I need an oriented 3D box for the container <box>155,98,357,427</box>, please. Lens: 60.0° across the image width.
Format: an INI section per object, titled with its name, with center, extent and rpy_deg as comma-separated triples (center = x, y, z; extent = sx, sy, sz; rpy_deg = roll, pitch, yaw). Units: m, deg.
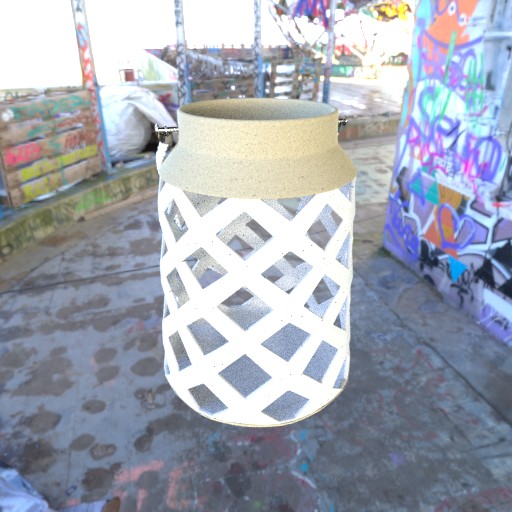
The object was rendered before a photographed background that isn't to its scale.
[container]
center = 0.000, 0.000, 0.409
extent = 0.188, 0.264, 0.198
rpy_deg = -7, 27, -14
